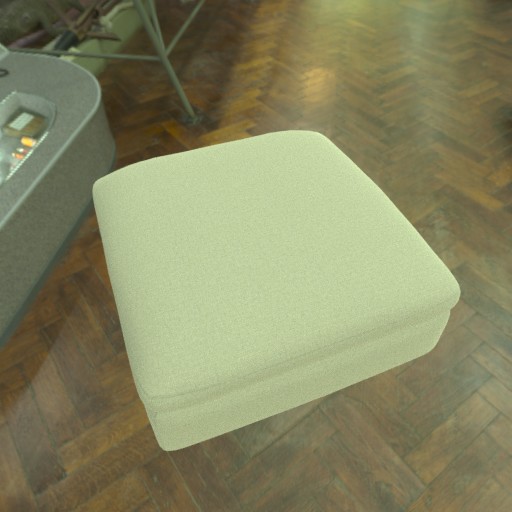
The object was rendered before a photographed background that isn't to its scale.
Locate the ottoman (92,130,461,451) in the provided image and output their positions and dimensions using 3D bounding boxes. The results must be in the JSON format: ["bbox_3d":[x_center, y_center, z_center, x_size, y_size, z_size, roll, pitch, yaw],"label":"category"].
[{"bbox_3d":[0.000,0.000,1.565,0.977,0.467,0.996,-16,49,-15],"label":"ottoman"}]
